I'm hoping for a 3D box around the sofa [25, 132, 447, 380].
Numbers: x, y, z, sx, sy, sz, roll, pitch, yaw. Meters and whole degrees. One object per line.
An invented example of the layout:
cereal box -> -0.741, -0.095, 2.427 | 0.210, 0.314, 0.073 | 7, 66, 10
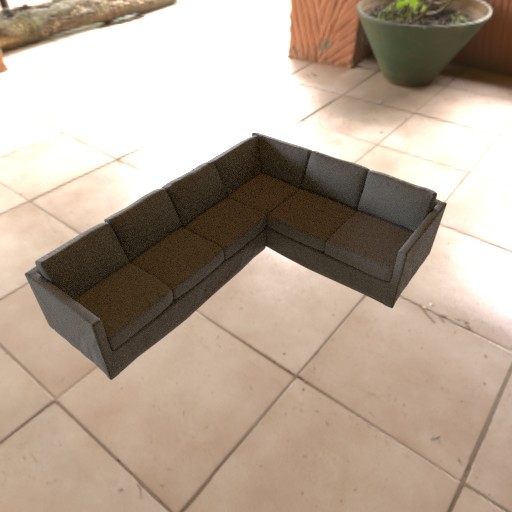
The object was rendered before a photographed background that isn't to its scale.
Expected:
sofa -> 0.000, 0.000, 4.217 | 2.432, 0.871, 3.182 | 27, 48, 27
